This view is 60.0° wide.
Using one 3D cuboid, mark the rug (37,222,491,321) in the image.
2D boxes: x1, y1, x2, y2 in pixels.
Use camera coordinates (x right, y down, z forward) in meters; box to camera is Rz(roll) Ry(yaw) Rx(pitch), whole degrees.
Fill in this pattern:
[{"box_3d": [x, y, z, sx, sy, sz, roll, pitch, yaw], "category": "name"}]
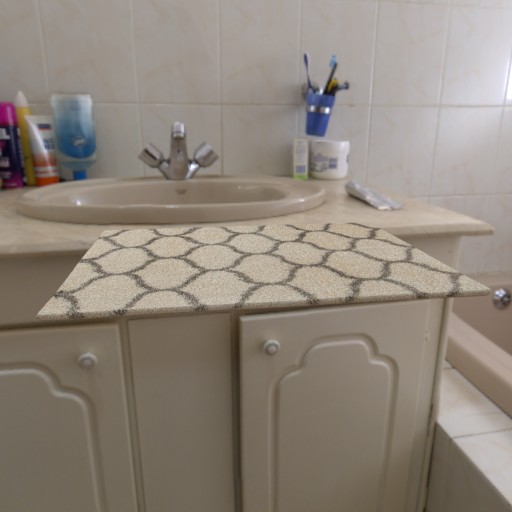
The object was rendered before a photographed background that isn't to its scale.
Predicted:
[{"box_3d": [0.000, 0.000, 2.098, 1.600, 0.025, 1.200, -2, 17, -8], "category": "rug"}]
